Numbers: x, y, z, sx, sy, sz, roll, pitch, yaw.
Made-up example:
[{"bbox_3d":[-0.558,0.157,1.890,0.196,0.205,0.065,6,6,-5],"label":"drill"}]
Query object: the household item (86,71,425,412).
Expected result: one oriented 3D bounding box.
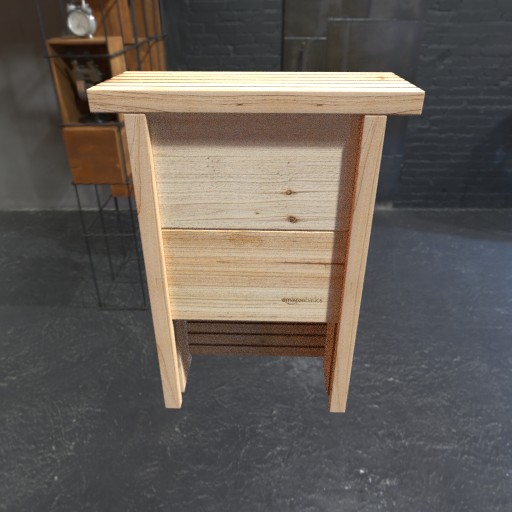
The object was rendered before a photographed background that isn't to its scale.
[{"bbox_3d":[0.000,0.000,0.546,0.301,0.407,0.123,1,30,2],"label":"household item"}]
